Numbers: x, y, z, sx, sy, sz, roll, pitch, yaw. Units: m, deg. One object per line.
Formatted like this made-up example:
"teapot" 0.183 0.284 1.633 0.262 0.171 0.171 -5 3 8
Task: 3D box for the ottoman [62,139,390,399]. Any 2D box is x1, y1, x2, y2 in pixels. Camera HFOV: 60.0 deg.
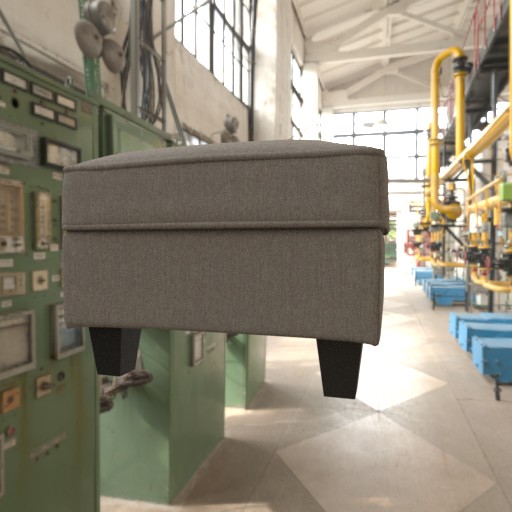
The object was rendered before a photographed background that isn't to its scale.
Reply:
"ottoman" 0.000 0.000 1.398 0.808 0.612 0.871 0 1 17
